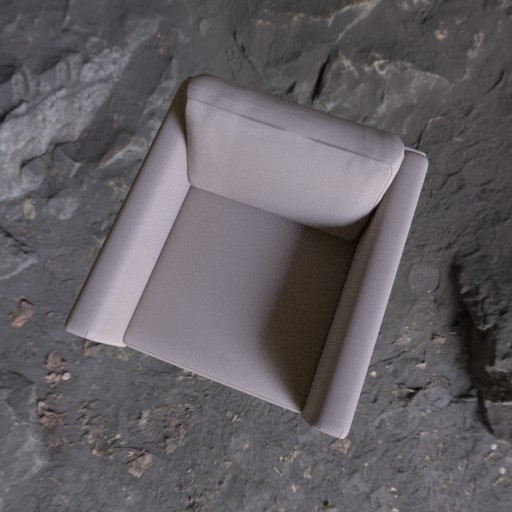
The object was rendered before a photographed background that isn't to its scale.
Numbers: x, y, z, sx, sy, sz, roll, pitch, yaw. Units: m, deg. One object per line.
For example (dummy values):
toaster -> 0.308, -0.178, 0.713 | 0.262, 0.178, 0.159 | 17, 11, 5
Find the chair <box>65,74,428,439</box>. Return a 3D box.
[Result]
chair -> 0.000, 0.000, 1.636 | 0.914, 0.838, 0.959 | 20, 76, 5
